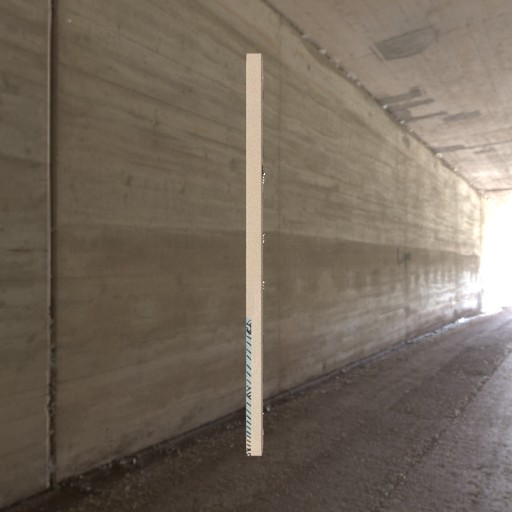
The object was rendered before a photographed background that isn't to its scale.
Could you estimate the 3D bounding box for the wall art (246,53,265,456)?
[{"bbox_3d":[0.000,0.000,1.613,0.042,0.912,1.219,0,0,0],"label":"wall art"}]
